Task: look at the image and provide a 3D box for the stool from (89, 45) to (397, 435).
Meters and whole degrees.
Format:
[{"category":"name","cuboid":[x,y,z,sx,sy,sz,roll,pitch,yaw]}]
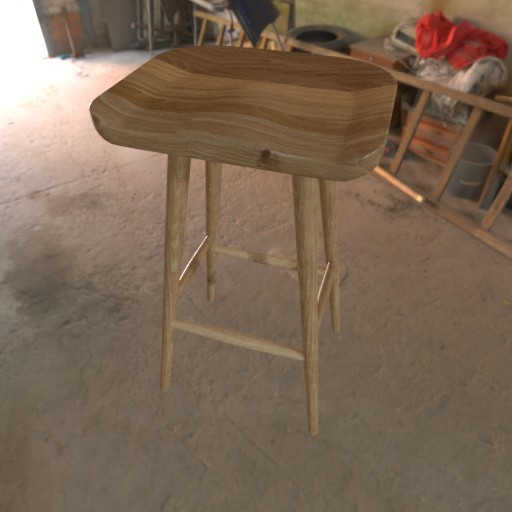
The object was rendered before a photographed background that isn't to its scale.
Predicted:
[{"category":"stool","cuboid":[0.000,0.000,0.901,0.407,0.698,0.322,12,44,13]}]
